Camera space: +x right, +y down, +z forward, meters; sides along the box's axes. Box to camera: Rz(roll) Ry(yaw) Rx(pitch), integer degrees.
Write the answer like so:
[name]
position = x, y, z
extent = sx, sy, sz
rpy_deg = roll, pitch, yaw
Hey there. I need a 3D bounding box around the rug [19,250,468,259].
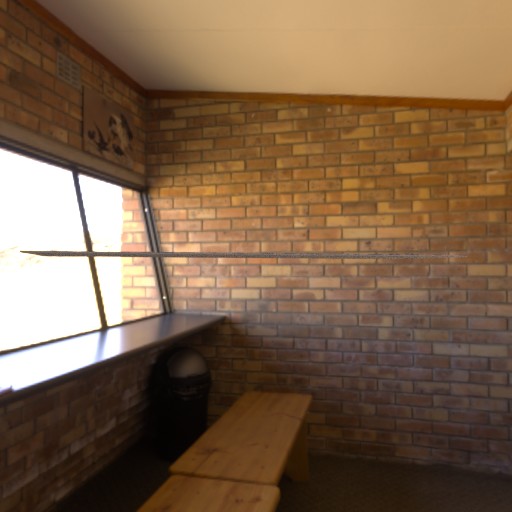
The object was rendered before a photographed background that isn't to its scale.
[rug]
position = 0.000, 0.000, 2.675
extent = 2.446, 0.011, 0.768
rpy_deg = 0, -2, -18
